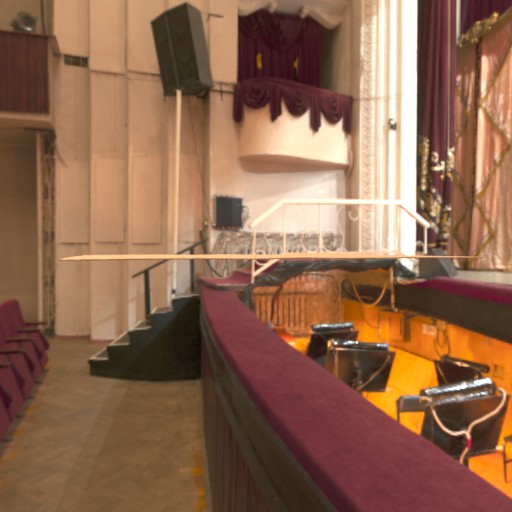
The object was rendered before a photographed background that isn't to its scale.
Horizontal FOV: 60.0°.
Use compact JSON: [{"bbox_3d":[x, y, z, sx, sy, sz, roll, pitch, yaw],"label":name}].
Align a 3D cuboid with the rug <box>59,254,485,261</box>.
[{"bbox_3d":[0.000,0.000,2.786,2.135,0.013,1.524,0,1,-18],"label":"rug"}]
